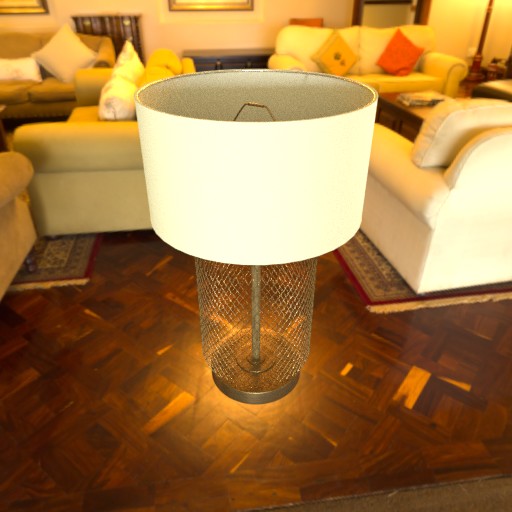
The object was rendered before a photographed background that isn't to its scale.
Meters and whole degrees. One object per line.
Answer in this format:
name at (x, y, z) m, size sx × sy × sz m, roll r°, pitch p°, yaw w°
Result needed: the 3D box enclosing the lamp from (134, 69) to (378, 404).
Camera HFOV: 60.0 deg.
lamp at (0.000, 0.000, 0.807) m, size 0.353 × 0.578 × 0.353 m, roll 0°, pitch 32°, yaw 0°
